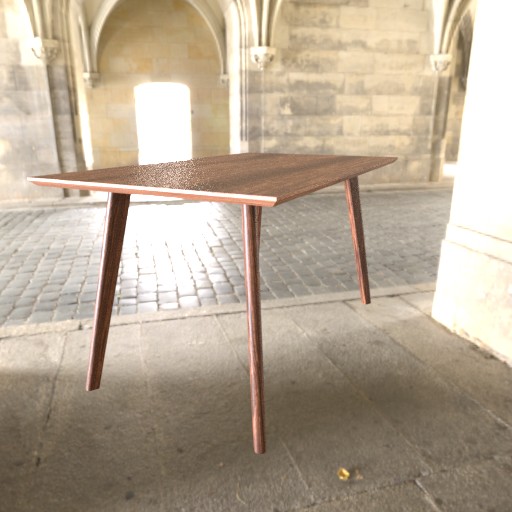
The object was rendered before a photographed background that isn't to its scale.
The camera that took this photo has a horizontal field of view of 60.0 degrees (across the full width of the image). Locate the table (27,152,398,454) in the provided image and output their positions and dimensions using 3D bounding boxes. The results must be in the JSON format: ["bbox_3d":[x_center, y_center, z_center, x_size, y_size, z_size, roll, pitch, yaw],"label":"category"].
[{"bbox_3d":[0.000,0.000,1.790,0.801,0.724,1.349,8,18,26],"label":"table"}]
